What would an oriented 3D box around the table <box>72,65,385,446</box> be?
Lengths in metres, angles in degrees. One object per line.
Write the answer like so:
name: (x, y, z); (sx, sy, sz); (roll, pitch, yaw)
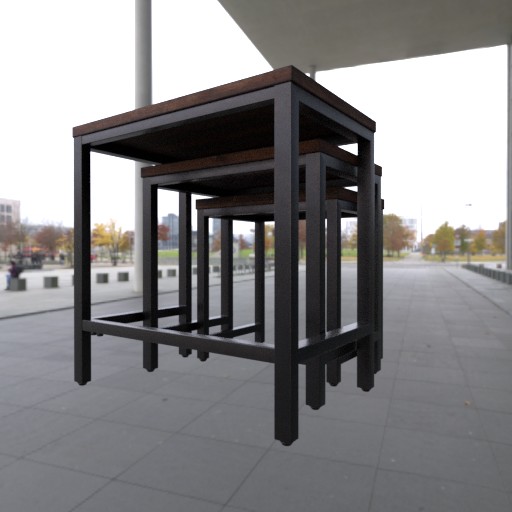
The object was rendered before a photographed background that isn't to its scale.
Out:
table: (0.000, 0.000, 1.152); (0.608, 0.616, 0.660); (0, 0, 35)
